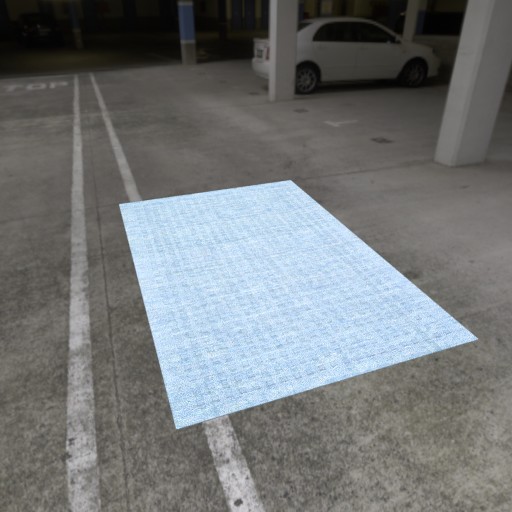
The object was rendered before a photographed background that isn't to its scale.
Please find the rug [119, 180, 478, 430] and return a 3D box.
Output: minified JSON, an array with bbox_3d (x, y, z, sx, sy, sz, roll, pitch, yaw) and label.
[{"bbox_3d":[0.000,0.000,2.905,1.522,0.006,2.286,-11,33,-17],"label":"rug"}]
